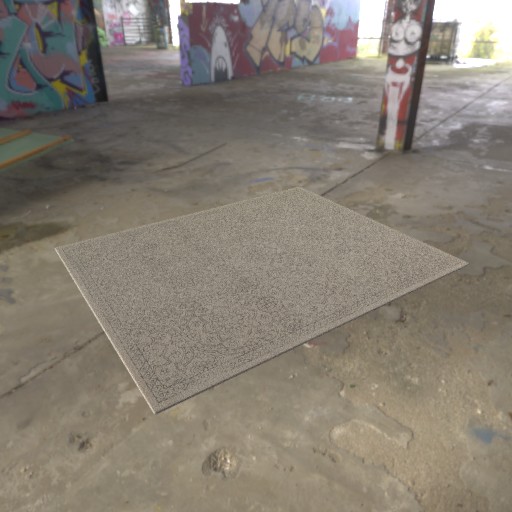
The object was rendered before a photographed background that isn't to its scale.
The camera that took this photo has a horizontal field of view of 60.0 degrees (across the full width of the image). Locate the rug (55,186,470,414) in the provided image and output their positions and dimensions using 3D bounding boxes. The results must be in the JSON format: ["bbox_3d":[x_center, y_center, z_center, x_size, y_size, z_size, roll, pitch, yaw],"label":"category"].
[{"bbox_3d":[0.000,0.000,4.153,3.050,0.015,2.441,-18,34,-29],"label":"rug"}]
